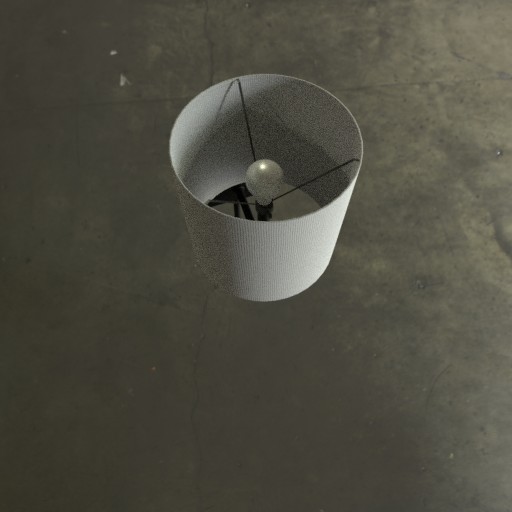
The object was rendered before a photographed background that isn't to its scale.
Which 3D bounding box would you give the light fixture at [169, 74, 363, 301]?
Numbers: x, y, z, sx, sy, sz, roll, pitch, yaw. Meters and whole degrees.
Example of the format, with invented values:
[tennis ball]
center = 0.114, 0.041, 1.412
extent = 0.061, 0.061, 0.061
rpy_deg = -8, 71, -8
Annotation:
[light fixture]
center = 0.000, 0.000, 0.704
extent = 0.188, 0.589, 0.248
rpy_deg = -16, 64, -8
